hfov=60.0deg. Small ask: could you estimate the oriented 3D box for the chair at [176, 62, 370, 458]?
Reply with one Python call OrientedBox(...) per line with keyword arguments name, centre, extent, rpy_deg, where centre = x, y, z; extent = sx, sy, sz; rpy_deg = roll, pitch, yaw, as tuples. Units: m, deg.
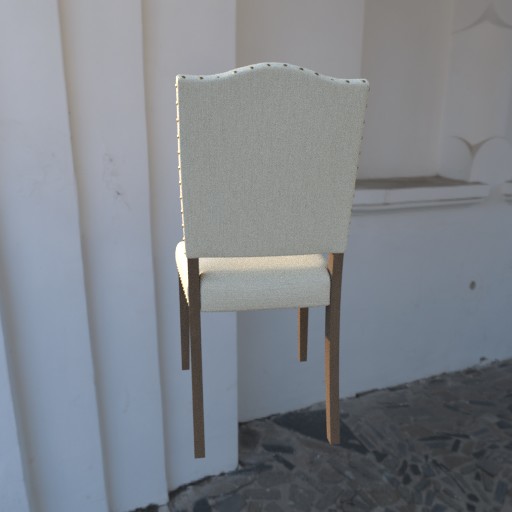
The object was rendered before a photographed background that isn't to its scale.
OrientedBox(name="chair", centre=(0.000, 0.000, 1.368), extent=(0.508, 1.015, 0.619), rpy_deg=(-2, 14, -8))
